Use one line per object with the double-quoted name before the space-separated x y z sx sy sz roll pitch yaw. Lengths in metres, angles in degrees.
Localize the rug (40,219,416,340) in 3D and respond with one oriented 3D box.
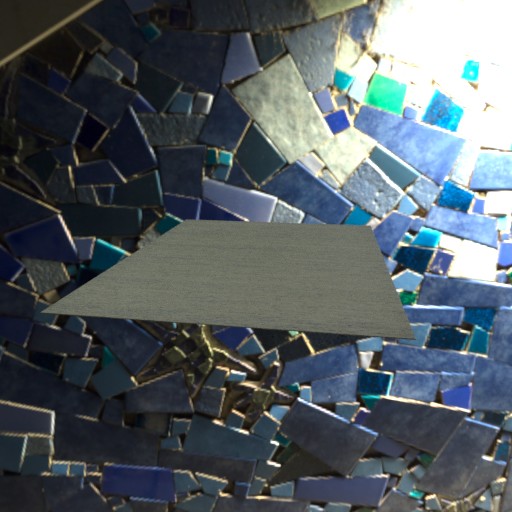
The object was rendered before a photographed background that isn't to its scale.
"rug" 0.000 0.000 4.325 2.438 0.006 3.197 3 16 9
